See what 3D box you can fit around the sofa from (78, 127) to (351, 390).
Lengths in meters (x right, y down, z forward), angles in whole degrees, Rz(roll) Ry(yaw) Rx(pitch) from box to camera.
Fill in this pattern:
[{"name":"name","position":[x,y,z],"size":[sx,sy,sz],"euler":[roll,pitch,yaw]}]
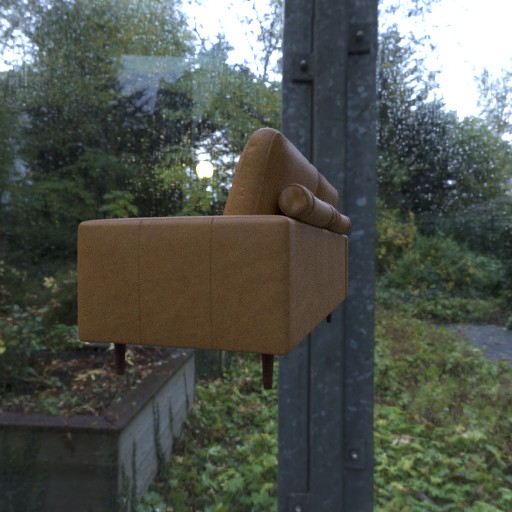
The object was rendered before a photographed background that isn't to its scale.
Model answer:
[{"name":"sofa","position":[0.000,0.000,2.318],"size":[0.850,0.898,1.821],"euler":[0,1,17]}]
